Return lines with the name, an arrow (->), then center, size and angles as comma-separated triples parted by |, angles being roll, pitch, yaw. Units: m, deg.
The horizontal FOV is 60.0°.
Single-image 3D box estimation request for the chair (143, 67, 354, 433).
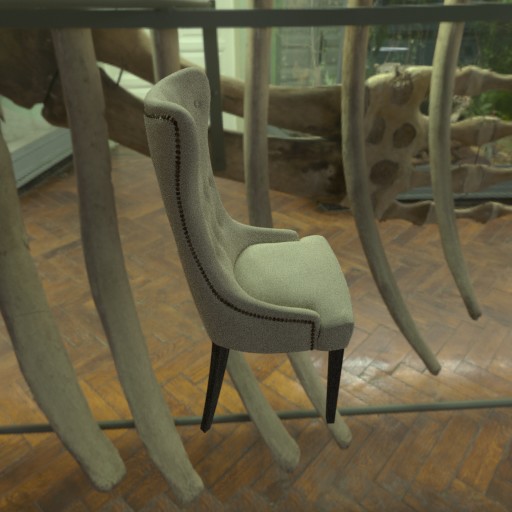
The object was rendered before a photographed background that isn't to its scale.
chair -> 0.000, 0.000, 1.432 | 0.590, 1.065, 0.584 | -1, 31, -2
